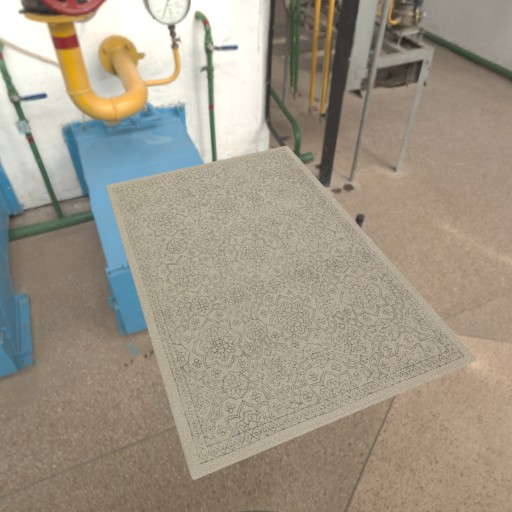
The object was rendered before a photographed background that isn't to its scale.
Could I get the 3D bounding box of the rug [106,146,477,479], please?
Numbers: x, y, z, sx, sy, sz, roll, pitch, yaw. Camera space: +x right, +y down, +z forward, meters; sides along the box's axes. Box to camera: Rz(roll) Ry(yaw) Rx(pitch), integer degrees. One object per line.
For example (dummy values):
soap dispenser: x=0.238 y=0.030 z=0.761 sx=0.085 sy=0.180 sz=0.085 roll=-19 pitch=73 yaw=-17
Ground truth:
rug: x=0.000 y=0.000 z=2.257 sx=1.219 sy=0.010 sz=1.829 roll=-16 pitch=47 yaw=-16
